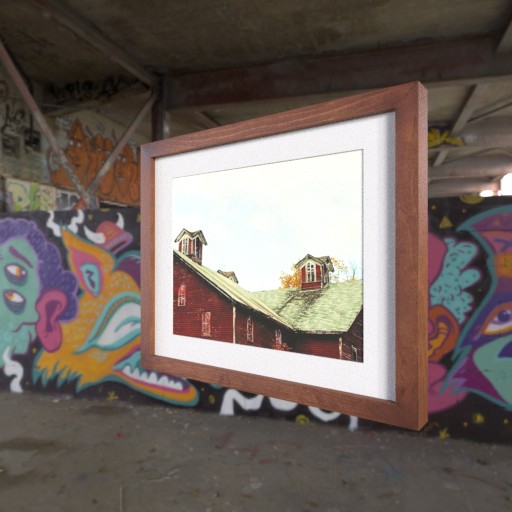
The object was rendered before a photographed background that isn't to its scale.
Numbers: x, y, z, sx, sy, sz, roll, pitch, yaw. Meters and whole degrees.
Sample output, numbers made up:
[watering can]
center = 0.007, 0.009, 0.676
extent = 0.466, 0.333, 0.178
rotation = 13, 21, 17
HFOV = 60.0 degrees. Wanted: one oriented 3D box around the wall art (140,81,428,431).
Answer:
[wall art]
center = 0.000, 0.000, 0.546
extent = 0.401, 0.328, 0.030
rotation = 0, 0, 36
